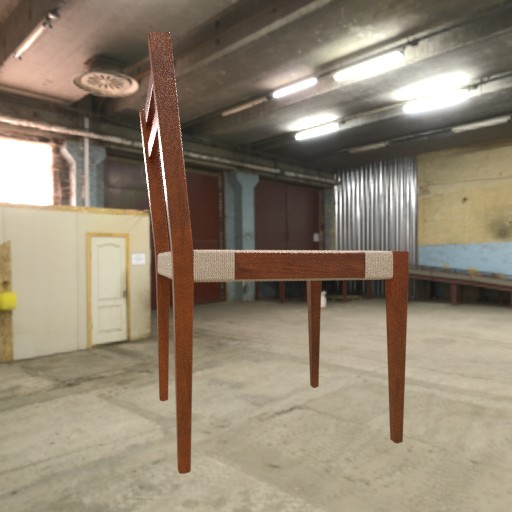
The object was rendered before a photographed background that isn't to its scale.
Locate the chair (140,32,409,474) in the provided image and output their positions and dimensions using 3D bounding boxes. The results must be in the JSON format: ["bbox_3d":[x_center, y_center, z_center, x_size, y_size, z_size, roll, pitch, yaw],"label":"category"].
[{"bbox_3d":[0.000,0.000,1.149,0.569,0.851,0.495,0,0,-17],"label":"chair"}]
